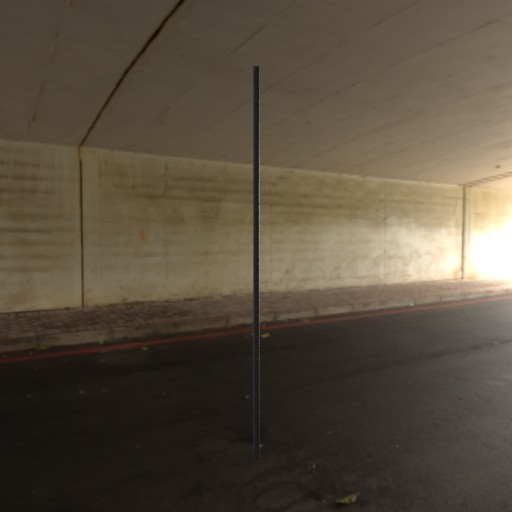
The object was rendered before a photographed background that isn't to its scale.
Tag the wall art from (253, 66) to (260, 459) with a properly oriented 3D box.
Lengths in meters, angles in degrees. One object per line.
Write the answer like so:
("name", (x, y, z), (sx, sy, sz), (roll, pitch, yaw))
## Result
("wall art", (0.000, 0.000, 1.508), (0.013, 0.811, 1.192), (0, 2, 0))
